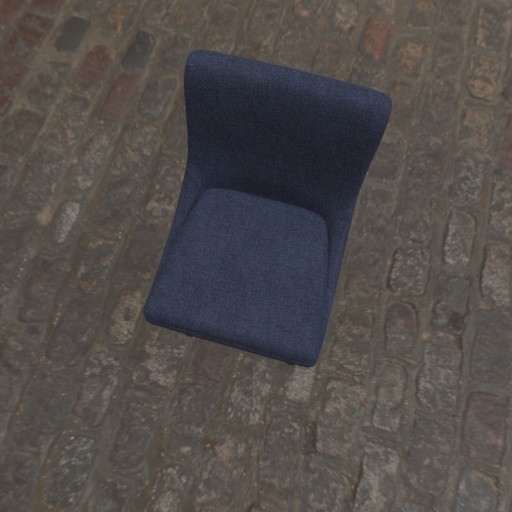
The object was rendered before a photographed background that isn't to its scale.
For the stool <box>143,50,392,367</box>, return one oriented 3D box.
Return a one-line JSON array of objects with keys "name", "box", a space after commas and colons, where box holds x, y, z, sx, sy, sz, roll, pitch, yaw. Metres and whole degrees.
[{"name": "stool", "box": [0.000, 0.000, 1.359, 0.489, 1.068, 0.572, 15, 76, 4]}]
